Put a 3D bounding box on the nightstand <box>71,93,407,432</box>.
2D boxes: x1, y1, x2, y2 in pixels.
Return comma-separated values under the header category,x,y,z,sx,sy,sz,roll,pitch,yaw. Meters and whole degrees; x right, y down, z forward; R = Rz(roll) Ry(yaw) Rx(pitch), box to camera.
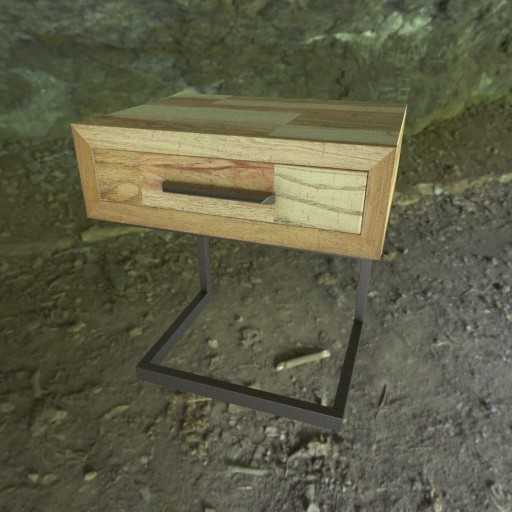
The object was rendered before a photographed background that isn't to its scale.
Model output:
category,x,y,z,sx,sy,sz,roll,pitch,yaw
nightstand,0.000,0.000,1.020,0.558,0.632,0.481,9,28,17
